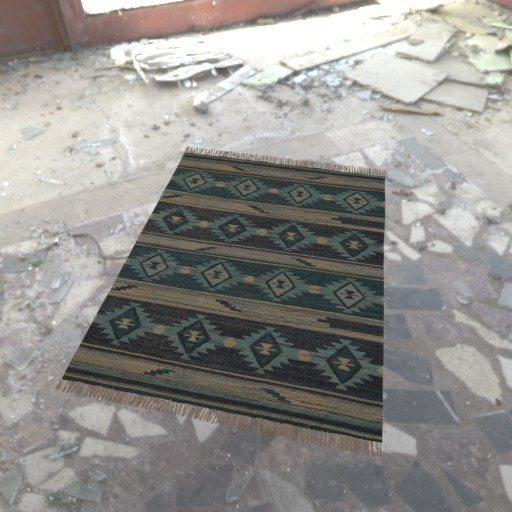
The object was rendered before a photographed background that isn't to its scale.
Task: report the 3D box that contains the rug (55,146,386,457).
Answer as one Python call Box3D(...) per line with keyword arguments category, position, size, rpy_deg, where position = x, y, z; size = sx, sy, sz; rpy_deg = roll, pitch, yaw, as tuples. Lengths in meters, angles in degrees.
Box3D(category="rug", position=(0.000, 0.000, 4.235), size=(2.418, 0.047, 3.307), rpy_deg=(9, 48, 8))
